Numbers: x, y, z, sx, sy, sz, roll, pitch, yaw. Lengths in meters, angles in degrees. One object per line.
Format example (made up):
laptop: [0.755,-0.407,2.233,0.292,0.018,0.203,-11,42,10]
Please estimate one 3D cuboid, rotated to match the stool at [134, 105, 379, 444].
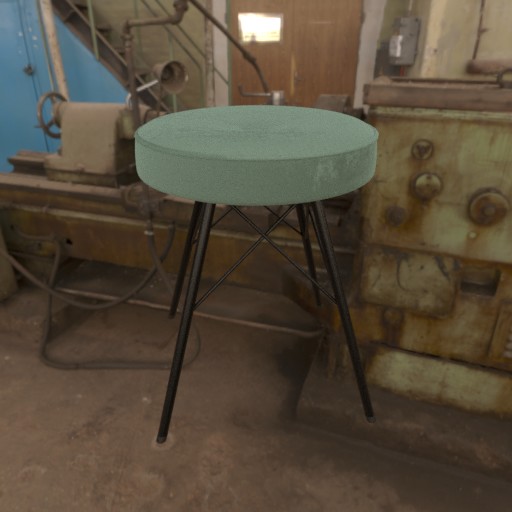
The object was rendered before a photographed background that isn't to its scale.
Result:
stool: [0.000,0.000,0.864,0.458,0.519,0.457,1,27,1]
